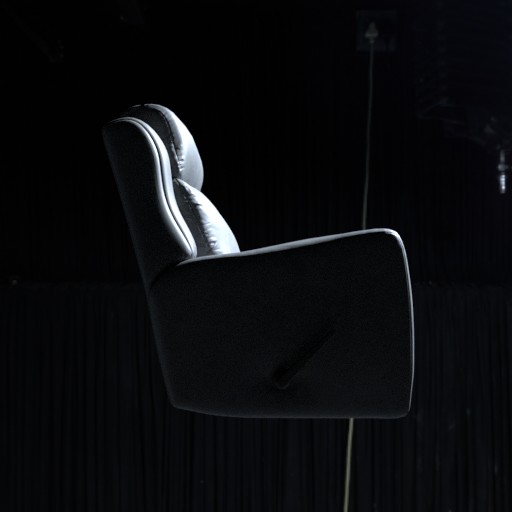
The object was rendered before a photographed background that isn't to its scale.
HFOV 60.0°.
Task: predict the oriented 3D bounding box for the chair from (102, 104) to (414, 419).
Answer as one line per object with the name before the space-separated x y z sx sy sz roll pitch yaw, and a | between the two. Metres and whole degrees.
chair | 0.000 0.000 1.901 1.068 1.116 0.967 0 -1 -1
